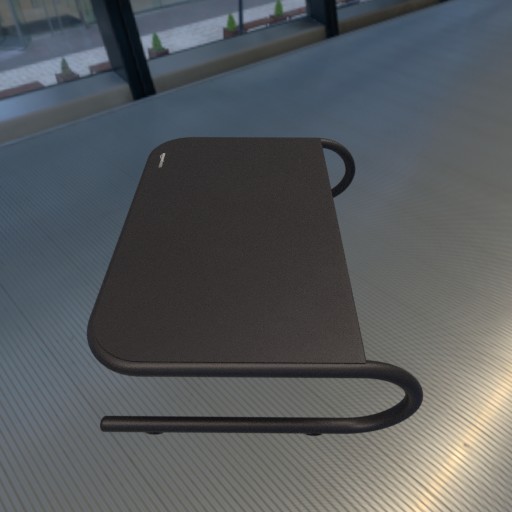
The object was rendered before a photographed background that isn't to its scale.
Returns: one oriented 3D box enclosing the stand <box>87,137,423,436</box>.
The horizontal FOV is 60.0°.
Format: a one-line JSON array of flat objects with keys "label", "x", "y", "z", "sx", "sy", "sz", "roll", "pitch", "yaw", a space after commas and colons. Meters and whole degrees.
[{"label": "stand", "x": 0.000, "y": 0.000, "z": 0.503, "sx": 0.280, "sy": 0.108, "sz": 0.370, "roll": 0, "pitch": 43, "yaw": 0}]
